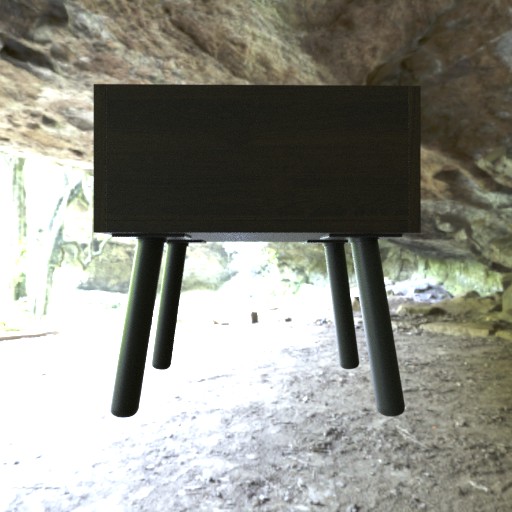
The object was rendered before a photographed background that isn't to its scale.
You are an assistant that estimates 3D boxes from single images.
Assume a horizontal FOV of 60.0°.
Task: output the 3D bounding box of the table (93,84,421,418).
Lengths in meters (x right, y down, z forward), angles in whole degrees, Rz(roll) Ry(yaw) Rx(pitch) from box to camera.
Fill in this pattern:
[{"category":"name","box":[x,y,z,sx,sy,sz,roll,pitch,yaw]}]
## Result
[{"category":"table","box":[0.000,0.000,0.794,0.450,0.470,0.370,0,0,-1]}]
